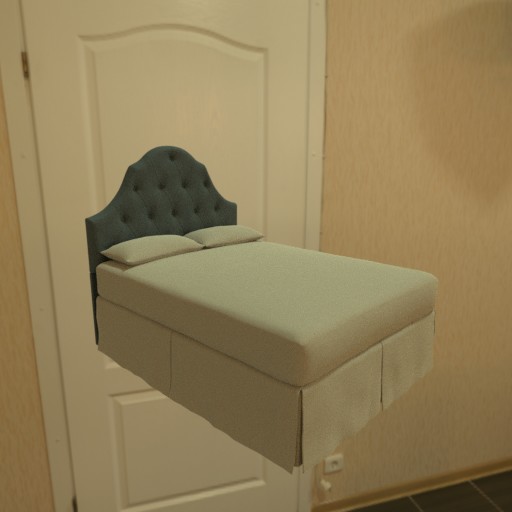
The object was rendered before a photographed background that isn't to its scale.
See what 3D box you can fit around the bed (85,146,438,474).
[{"bbox_3d":[0.000,0.000,3.221,2.155,1.575,1.636,13,18,43],"label":"bed"}]
